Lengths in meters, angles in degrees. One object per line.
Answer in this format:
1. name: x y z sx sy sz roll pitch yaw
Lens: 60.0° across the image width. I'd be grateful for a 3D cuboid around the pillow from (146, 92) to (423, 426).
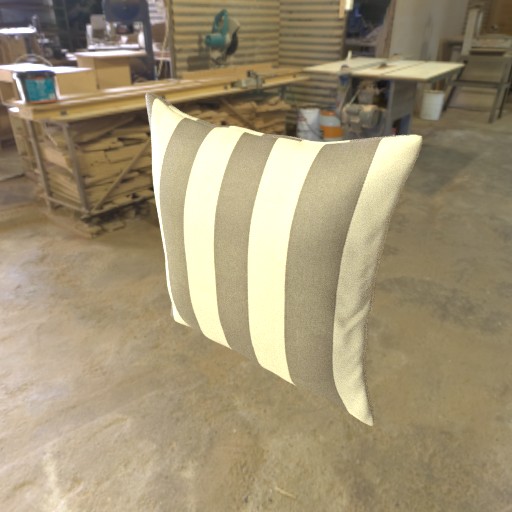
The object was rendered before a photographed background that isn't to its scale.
1. pillow: 0.000 0.000 0.793 0.522 0.507 0.192 21 35 33
